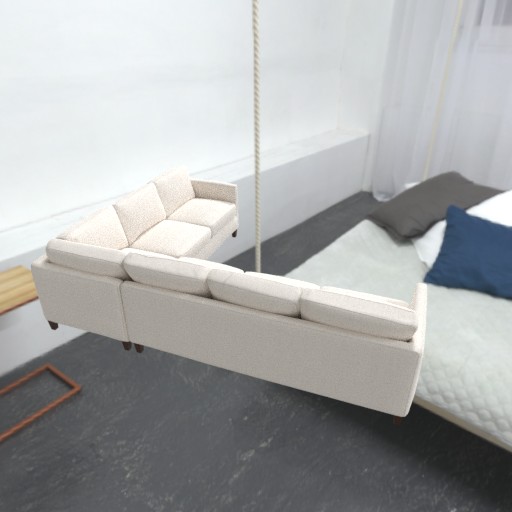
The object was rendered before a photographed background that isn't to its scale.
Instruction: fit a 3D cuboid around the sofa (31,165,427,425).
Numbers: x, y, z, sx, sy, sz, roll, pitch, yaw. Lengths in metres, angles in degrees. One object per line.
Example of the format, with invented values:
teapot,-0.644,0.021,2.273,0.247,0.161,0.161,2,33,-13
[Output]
sofa,0.000,0.000,4.511,3.302,0.947,2.593,10,30,18
